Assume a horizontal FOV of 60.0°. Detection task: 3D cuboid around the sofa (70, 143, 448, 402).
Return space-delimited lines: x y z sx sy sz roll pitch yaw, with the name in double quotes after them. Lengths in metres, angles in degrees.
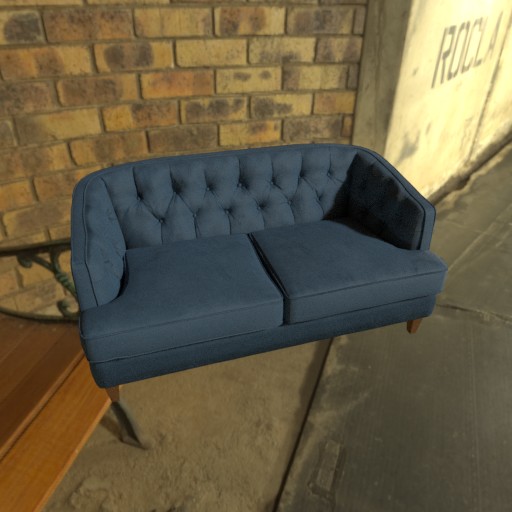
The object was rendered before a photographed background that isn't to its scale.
0.000 0.000 2.319 1.733 0.854 0.941 -9 33 -15 "sofa"
